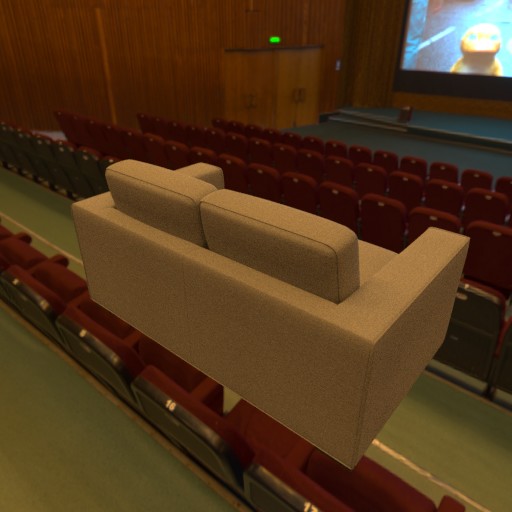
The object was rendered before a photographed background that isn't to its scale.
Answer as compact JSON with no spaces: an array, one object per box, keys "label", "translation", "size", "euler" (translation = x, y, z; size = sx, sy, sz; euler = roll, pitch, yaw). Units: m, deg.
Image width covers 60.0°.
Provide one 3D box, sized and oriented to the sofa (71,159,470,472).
[{"label":"sofa","translation":[0.000,0.000,2.346],"size":[1.812,0.924,1.007],"euler":[22,36,34]}]
